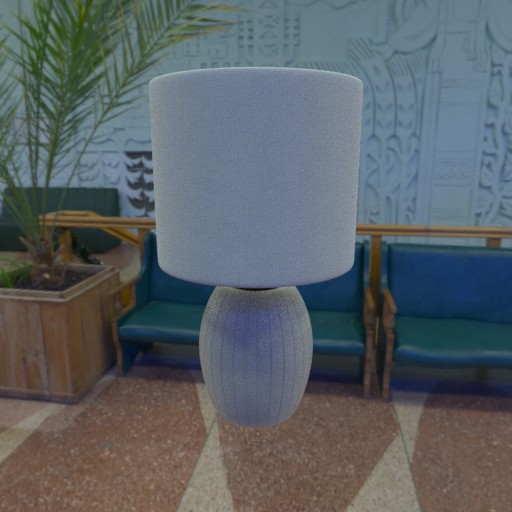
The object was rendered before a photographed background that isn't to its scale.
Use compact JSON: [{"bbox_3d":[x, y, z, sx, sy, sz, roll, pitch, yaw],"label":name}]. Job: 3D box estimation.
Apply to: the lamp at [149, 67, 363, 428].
[{"bbox_3d":[0.000,0.000,0.758,0.328,0.570,0.328,0,14,0],"label":"lamp"}]
